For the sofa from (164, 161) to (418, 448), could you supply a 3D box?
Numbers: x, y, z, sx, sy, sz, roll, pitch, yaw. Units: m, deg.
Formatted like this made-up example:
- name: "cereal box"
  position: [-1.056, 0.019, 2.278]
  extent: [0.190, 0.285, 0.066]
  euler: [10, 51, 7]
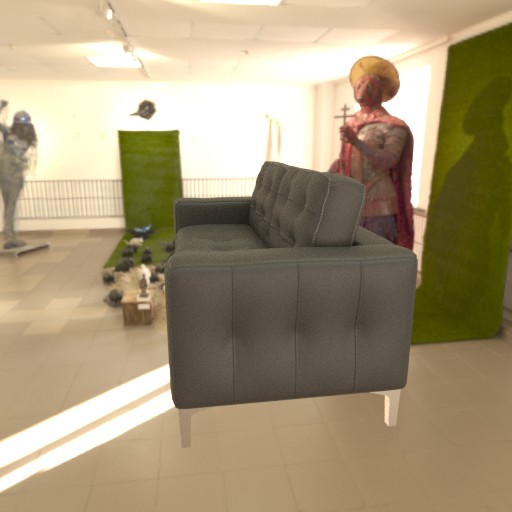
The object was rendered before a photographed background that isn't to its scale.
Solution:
- name: "sofa"
  position: [0.000, 0.000, 2.230]
  extent: [0.833, 0.893, 1.726]
  euler: [-2, 15, -9]
